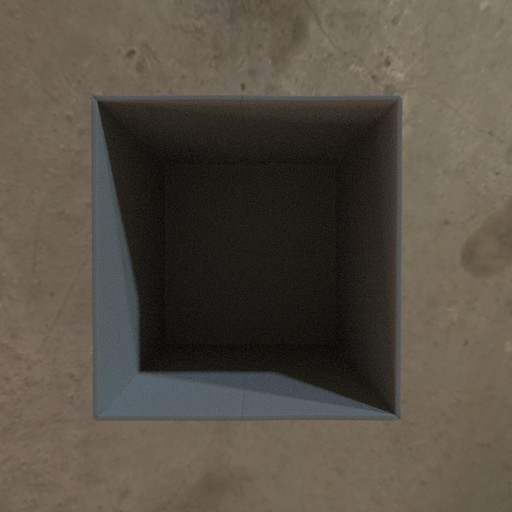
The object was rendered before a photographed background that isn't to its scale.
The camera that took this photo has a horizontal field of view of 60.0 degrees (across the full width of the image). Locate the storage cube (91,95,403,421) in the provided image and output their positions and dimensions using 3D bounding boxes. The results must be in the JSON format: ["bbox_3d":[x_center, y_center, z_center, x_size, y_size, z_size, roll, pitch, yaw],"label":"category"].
[{"bbox_3d":[0.000,0.000,0.498,0.270,0.280,0.270,0,91,0],"label":"storage cube"}]
